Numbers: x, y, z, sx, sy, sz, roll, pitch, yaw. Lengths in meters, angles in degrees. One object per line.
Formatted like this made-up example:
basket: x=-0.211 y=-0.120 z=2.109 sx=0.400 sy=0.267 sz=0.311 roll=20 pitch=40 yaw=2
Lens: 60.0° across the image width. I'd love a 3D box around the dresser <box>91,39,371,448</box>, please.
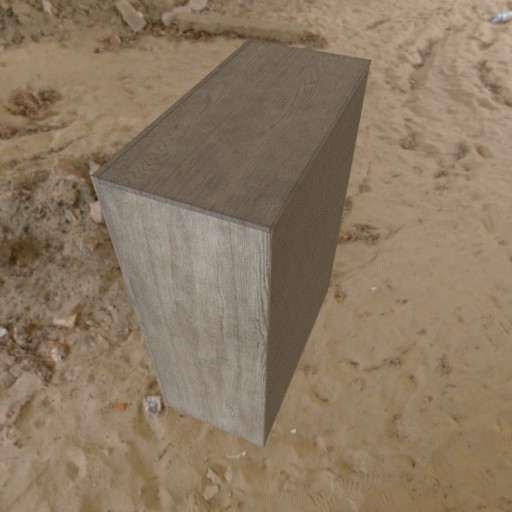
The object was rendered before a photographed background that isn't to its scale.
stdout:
dresser: x=0.000 y=0.000 z=1.806 sx=0.483 sy=1.295 sz=0.967 roll=17 pitch=48 yaw=16
